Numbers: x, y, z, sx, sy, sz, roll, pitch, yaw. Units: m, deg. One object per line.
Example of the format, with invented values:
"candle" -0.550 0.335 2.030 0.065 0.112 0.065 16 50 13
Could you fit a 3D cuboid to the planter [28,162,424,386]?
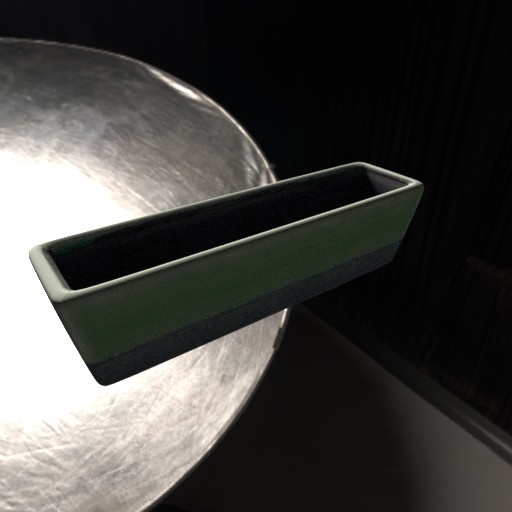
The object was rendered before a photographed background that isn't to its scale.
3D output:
"planter" 0.000 0.000 0.314 0.275 0.072 0.072 -19 35 -30
